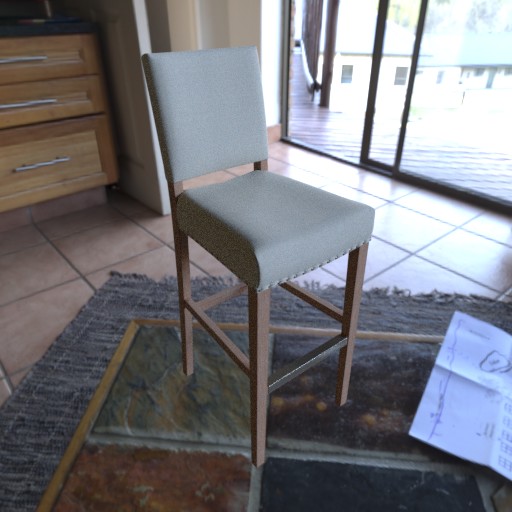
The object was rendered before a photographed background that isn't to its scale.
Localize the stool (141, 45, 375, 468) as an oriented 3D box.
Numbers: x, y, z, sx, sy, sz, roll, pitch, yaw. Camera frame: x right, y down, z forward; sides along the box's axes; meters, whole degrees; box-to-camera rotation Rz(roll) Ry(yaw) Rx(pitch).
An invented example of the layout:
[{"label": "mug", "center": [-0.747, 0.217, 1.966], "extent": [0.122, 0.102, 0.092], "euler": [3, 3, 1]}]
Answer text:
[{"label": "stool", "center": [0.000, 0.000, 1.385], "extent": [0.428, 1.143, 0.546], "euler": [-22, 37, -33]}]
